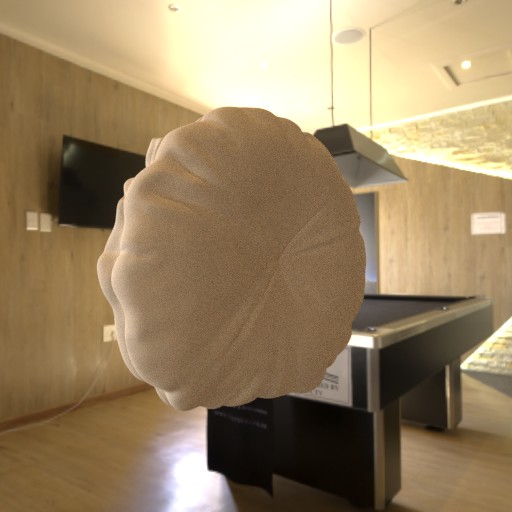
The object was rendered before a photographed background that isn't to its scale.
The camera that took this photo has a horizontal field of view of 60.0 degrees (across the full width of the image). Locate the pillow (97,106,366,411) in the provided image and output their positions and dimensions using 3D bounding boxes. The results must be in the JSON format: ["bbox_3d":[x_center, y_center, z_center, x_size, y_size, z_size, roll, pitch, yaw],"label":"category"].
[{"bbox_3d":[0.000,0.000,0.631,0.428,0.407,0.148,1,-1,-38],"label":"pillow"}]
